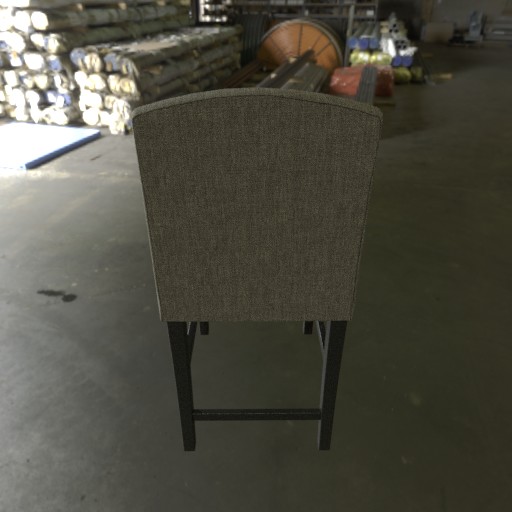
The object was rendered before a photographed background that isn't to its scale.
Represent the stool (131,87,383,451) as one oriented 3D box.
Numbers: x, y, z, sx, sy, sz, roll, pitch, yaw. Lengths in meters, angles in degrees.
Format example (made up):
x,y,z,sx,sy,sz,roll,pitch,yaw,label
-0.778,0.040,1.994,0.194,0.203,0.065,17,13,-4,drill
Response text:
x,y,z,sx,sy,sz,roll,pitch,yaw,label
0.000,0.000,1.221,0.451,0.966,0.552,0,31,0,stool
